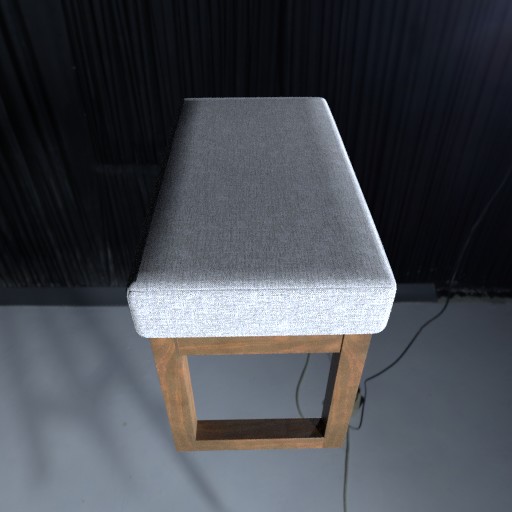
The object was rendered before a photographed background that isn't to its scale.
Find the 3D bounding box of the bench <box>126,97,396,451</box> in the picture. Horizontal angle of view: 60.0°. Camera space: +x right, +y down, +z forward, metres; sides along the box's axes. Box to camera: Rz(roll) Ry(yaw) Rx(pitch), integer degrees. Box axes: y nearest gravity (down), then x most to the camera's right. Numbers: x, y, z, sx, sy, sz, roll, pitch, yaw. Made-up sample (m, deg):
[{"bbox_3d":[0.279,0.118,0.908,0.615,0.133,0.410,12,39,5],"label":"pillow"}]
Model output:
[{"bbox_3d":[0.000,0.000,0.978,0.366,0.467,0.681,-1,40,-1],"label":"bench"}]
